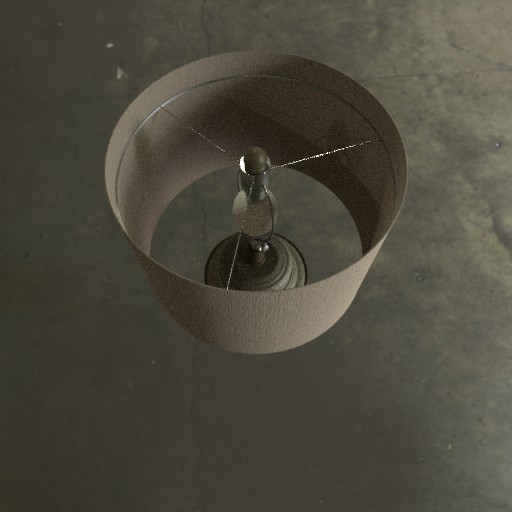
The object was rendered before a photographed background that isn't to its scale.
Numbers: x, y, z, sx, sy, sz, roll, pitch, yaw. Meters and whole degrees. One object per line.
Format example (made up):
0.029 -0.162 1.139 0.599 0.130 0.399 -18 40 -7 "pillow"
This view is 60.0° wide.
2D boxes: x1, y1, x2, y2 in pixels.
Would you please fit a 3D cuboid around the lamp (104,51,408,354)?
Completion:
0.000 0.000 0.682 0.318 0.486 0.318 0 63 0 "lamp"
